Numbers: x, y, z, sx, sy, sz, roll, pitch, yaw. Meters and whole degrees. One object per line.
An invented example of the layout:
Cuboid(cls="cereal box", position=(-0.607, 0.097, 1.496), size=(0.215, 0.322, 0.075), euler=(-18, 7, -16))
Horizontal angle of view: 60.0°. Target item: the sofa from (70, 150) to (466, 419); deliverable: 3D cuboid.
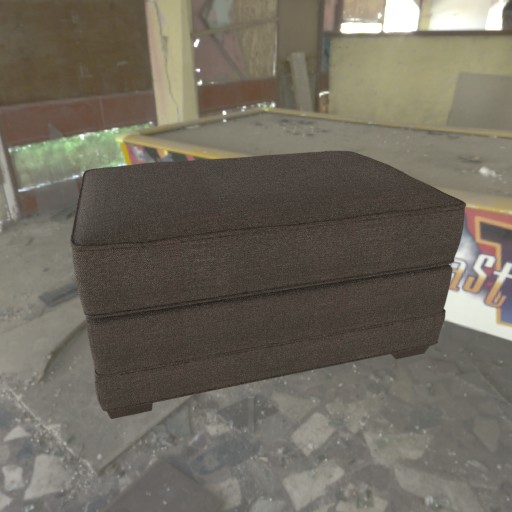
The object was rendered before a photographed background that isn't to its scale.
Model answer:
Cuboid(cls="sofa", position=(0.000, 0.000, 1.204), size=(0.854, 0.457, 0.578), euler=(-7, 27, -15))
